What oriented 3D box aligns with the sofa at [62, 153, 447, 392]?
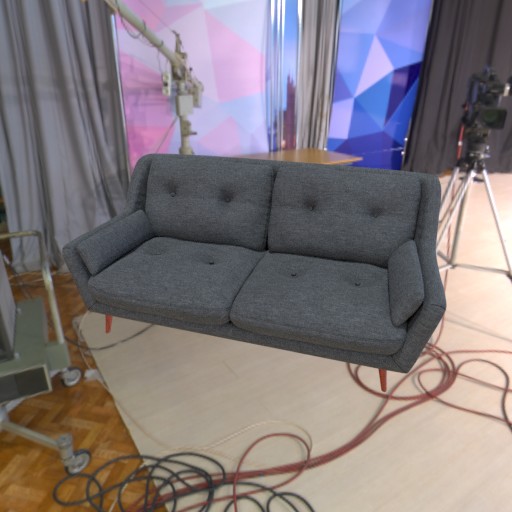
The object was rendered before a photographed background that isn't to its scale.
[{"bbox_3d":[0.000,0.000,2.491,1.929,0.896,0.975,8,26,16],"label":"sofa"}]
